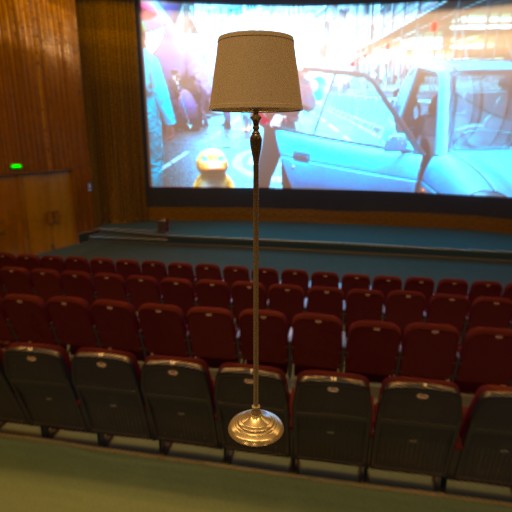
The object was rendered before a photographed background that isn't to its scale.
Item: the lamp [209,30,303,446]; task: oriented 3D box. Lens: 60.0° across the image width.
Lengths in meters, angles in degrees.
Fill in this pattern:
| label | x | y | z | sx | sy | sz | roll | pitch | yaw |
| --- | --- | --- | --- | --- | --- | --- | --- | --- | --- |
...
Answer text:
| label | x | y | z | sx | sy | sz | roll | pitch | yaw |
| --- | --- | --- | --- | --- | --- | --- | --- | --- | --- |
| lamp | 0.000 | 0.000 | 1.680 | 0.327 | 1.506 | 0.327 | 3 | 15 | 9 |
